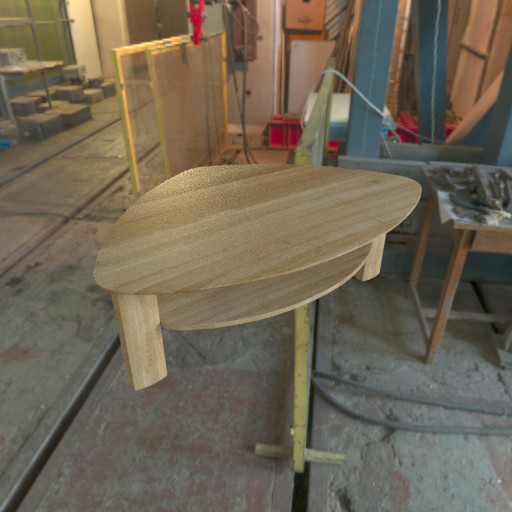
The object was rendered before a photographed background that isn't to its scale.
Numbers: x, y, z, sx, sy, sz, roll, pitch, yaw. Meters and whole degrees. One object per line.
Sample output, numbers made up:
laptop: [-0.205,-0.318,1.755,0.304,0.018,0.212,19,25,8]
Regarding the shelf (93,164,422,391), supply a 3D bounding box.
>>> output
shelf: [0.000,0.000,1.649,1.240,0.439,0.863,-20,36,-31]
